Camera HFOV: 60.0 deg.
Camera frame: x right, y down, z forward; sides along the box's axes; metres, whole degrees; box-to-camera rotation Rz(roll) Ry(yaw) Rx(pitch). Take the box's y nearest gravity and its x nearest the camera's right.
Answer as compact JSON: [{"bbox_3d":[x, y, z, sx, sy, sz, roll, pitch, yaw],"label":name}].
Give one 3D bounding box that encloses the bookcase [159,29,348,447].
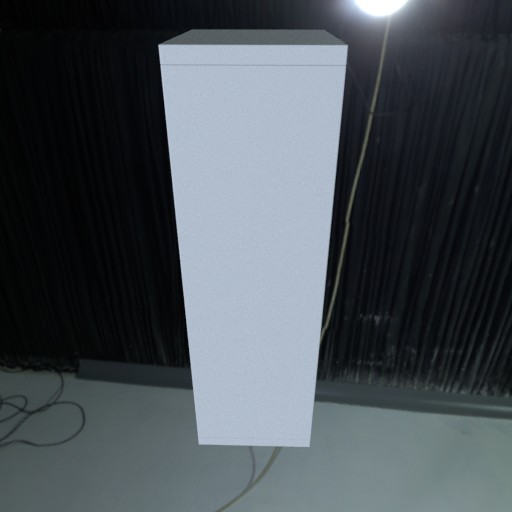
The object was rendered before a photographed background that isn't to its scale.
[{"bbox_3d":[0.000,0.000,1.211,0.330,1.080,0.390,1,31,1],"label":"bookcase"}]
